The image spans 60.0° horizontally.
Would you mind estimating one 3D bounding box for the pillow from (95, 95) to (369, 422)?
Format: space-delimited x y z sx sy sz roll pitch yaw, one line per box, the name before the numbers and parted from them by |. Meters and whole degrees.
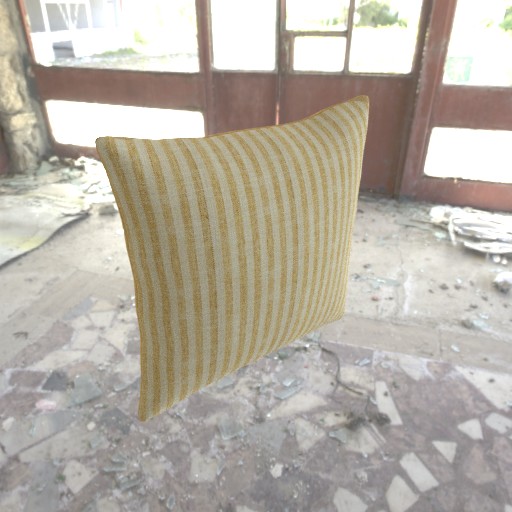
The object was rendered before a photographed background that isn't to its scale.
pillow | 0.000 0.000 0.647 0.419 0.407 0.173 -20 35 -32
